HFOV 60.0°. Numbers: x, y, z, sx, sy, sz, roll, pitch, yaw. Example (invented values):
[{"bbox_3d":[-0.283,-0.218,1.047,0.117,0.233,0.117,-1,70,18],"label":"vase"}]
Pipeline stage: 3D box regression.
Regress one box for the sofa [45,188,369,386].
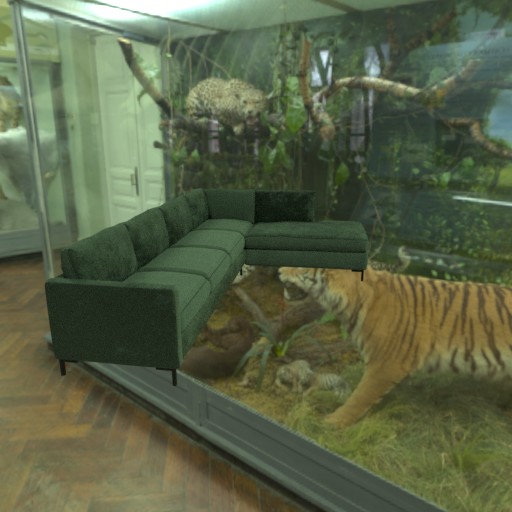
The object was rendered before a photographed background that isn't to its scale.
[{"bbox_3d":[0.000,0.000,3.216,1.707,0.687,2.486,2,16,9],"label":"sofa"}]
